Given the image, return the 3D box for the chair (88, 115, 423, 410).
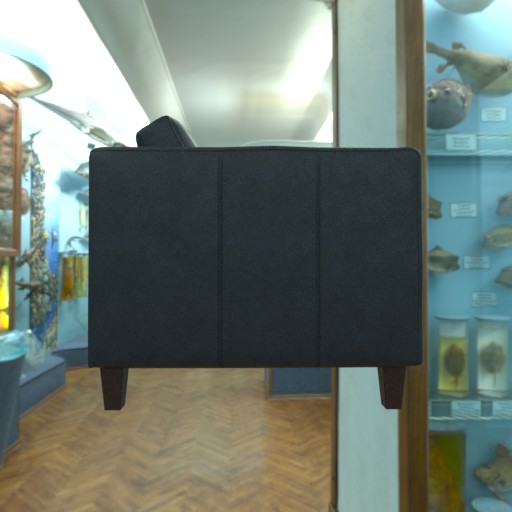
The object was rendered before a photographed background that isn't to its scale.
[{"bbox_3d":[0.000,0.000,1.573,0.862,0.811,0.939,0,-1,-1],"label":"chair"}]
